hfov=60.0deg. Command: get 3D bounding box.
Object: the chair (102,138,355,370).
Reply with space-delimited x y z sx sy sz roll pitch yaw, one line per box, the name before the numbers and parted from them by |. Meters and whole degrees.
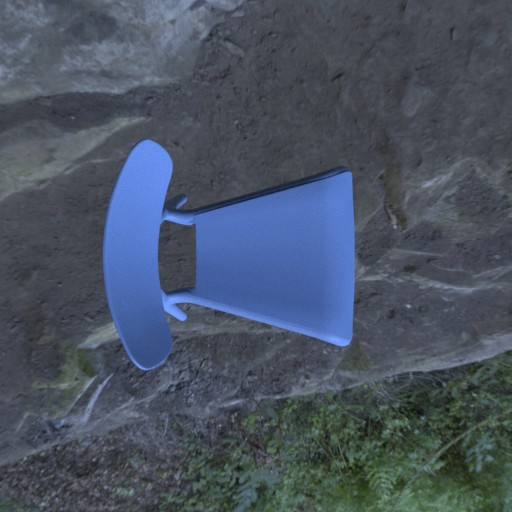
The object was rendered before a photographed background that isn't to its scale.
chair | 0.000 0.000 0.823 0.401 0.580 0.356 0 89 1
